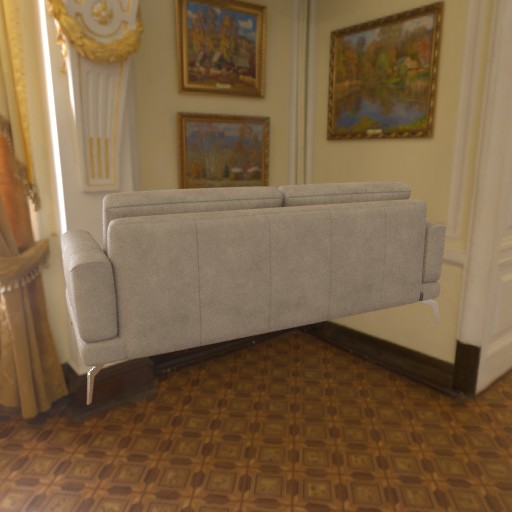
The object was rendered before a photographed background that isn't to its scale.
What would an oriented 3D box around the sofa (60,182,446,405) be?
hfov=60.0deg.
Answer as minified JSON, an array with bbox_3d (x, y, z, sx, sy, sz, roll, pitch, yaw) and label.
[{"bbox_3d":[0.000,0.000,2.533,2.013,0.830,0.980,-7,15,-26],"label":"sofa"}]
